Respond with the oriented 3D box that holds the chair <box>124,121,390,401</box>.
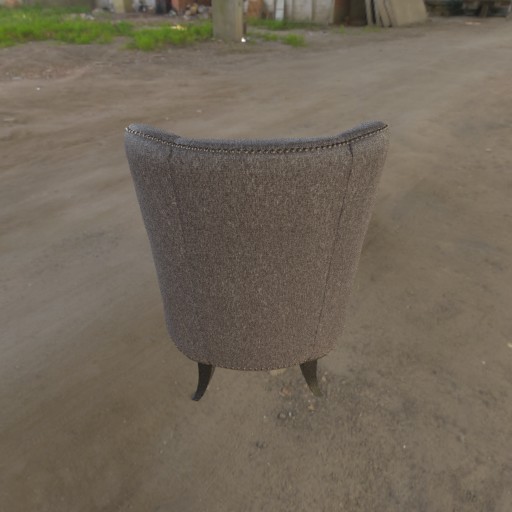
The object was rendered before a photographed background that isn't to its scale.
[{"bbox_3d":[0.000,0.000,1.620,0.759,1.060,0.758,-1,32,-2],"label":"chair"}]
